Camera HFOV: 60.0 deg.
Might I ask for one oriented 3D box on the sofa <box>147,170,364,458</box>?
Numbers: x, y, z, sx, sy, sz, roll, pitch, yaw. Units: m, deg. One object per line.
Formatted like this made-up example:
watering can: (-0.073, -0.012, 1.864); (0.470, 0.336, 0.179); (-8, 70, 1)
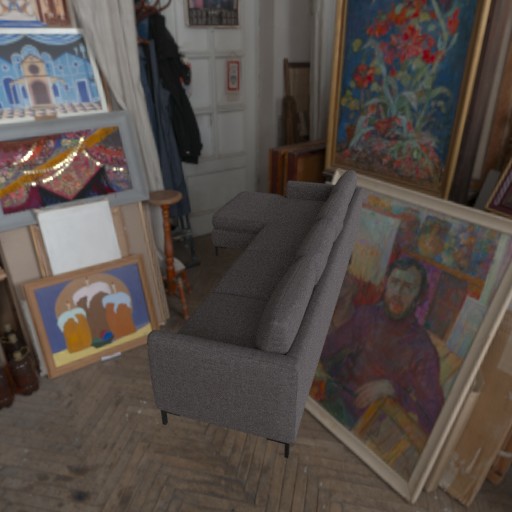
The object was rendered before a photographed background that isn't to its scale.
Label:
sofa: (0.000, 0.000, 3.260); (1.258, 0.754, 2.731); (8, 27, 16)
